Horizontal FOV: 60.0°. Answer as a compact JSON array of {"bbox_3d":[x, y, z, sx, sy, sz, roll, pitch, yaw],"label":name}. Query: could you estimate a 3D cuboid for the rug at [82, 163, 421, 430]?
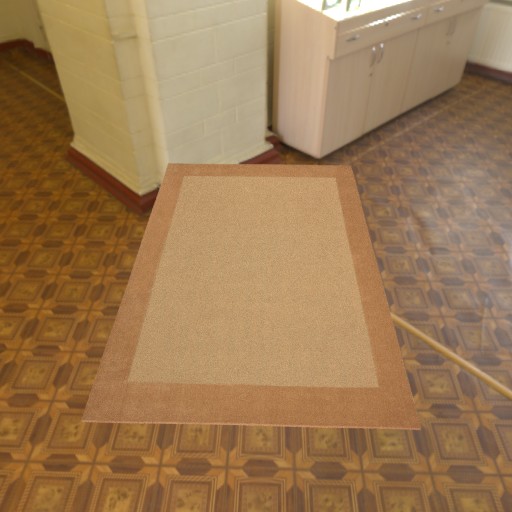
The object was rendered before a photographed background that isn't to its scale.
[{"bbox_3d":[0.000,0.000,2.270,1.219,0.014,1.829,1,42,1],"label":"rug"}]
